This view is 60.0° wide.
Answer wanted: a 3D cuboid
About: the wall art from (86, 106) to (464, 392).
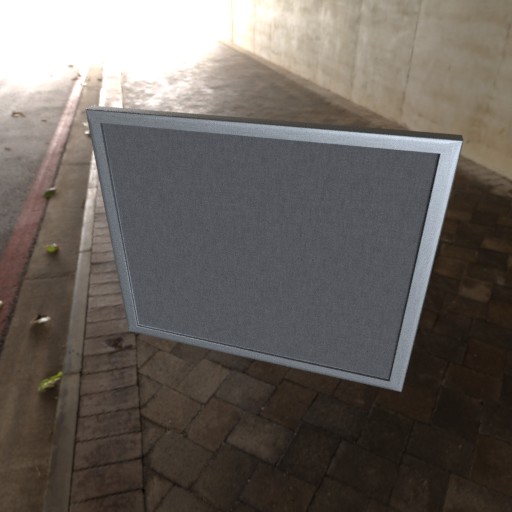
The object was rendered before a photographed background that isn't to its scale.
[{"bbox_3d":[0.000,0.000,0.757,0.556,0.457,0.028,9,33,15],"label":"wall art"}]
